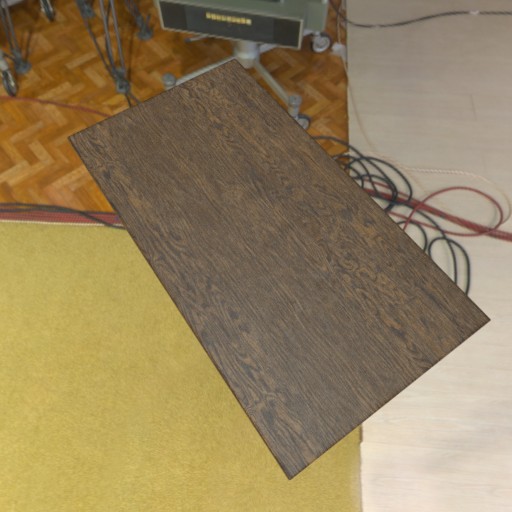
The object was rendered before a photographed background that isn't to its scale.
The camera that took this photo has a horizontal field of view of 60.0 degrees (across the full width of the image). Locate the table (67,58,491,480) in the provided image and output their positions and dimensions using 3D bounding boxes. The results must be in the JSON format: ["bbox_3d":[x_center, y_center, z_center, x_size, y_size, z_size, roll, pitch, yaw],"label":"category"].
[{"bbox_3d":[0.000,0.000,2.483,1.078,0.795,1.989,-32,67,-15],"label":"table"}]
